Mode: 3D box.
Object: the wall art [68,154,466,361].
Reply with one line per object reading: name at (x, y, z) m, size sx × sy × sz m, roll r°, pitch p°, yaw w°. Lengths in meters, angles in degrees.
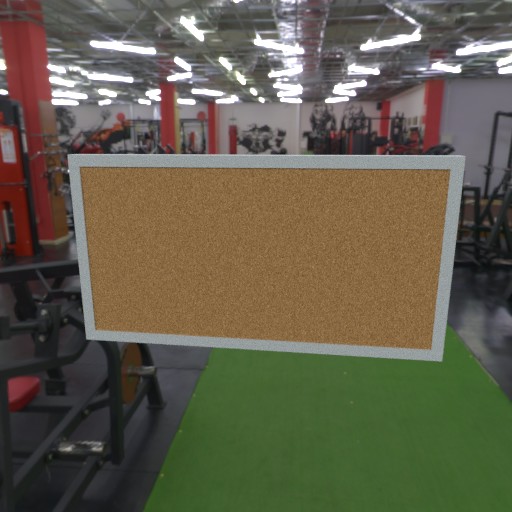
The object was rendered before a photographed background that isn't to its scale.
wall art at (0.000, 0.000, 0.970) m, size 0.812 × 0.431 × 0.038 m, roll 2°, pitch 15°, yaw 8°
